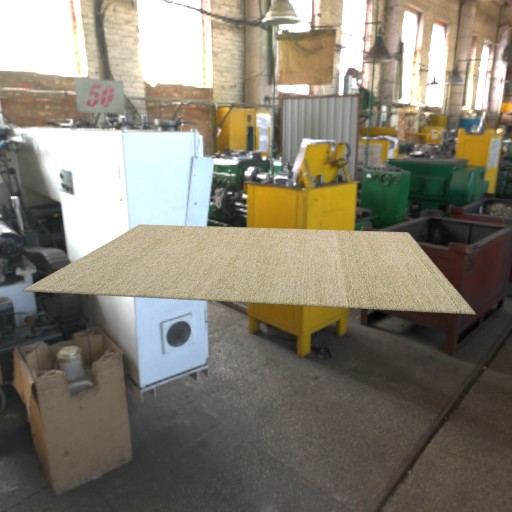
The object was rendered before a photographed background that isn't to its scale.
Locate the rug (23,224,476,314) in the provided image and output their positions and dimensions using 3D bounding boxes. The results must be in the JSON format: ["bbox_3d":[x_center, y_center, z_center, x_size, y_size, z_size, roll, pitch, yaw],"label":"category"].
[{"bbox_3d":[0.000,0.000,5.118,3.935,0.025,2.782,2,17,7],"label":"rug"}]
